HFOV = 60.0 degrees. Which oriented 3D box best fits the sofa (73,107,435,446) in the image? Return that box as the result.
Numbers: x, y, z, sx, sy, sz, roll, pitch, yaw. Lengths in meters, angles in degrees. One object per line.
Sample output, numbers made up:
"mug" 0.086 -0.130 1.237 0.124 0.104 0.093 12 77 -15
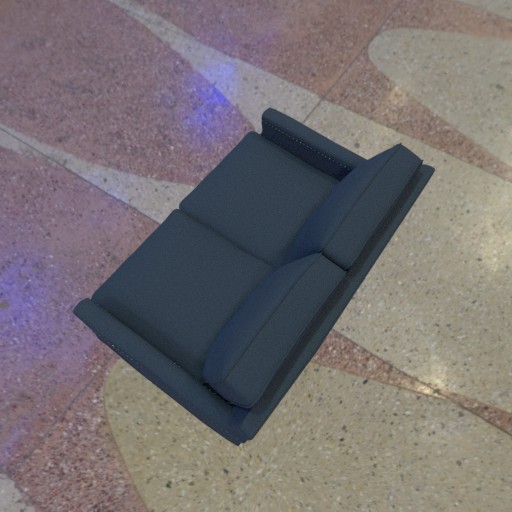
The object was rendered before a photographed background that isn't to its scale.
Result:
"sofa" 0.000 0.000 2.312 1.084 1.003 1.597 33 68 15
